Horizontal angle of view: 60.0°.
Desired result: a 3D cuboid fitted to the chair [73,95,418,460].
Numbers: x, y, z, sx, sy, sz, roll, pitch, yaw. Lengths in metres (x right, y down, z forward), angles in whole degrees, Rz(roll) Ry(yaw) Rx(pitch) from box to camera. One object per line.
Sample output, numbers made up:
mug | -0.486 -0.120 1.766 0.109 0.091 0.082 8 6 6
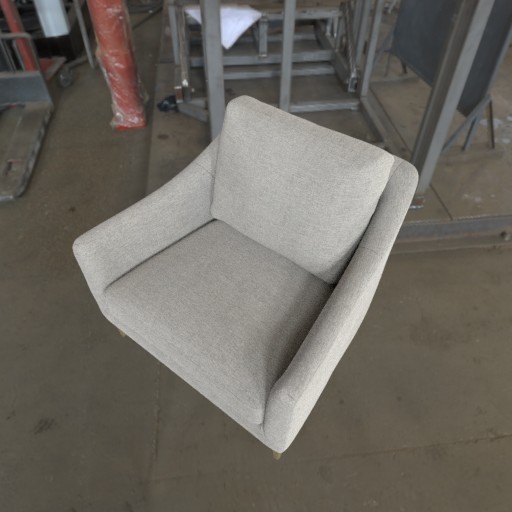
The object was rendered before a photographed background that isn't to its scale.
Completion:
chair | 0.000 0.000 1.723 0.986 0.902 0.961 30 53 25
